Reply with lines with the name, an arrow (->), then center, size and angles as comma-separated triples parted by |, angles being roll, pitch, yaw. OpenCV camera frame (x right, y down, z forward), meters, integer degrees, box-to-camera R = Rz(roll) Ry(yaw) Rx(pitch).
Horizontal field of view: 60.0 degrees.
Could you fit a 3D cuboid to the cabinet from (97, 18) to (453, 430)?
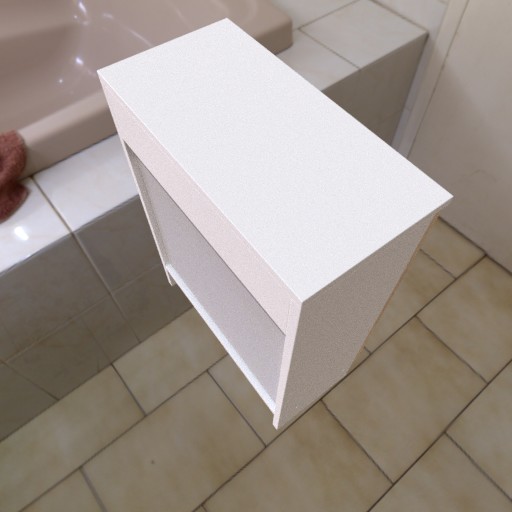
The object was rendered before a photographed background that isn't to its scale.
cabinet -> 0.000, 0.000, 1.090 | 0.296, 0.815, 0.600 | -32, 63, -19
